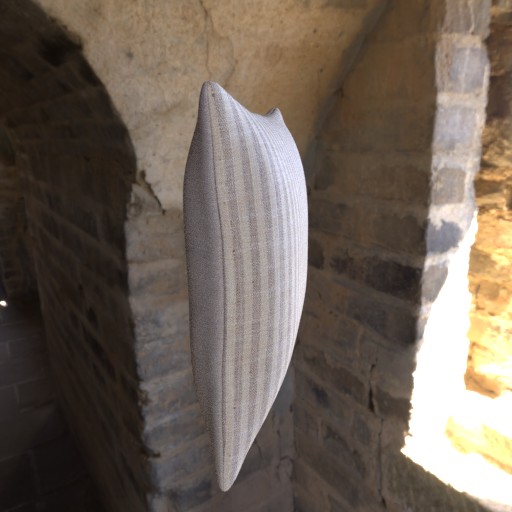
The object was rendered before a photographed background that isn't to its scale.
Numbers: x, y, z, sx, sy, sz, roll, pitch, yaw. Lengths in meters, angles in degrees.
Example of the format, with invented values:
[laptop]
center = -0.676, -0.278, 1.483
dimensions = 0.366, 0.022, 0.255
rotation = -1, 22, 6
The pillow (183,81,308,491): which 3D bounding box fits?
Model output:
[pillow]
center = 0.000, 0.000, 0.760
dimensions = 0.166, 0.510, 0.523
rotation = 3, 15, 10
